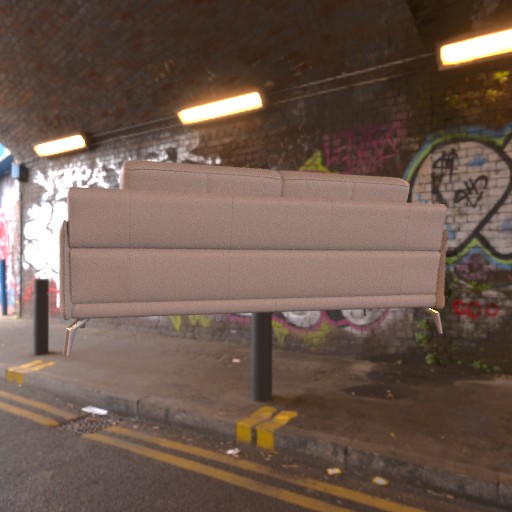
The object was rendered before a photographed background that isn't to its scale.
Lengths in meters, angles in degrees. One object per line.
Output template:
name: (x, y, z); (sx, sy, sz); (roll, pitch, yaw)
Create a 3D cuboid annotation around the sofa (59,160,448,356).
sofa: (0.000, 0.000, 2.654); (2.101, 0.930, 1.049); (0, -1, -18)
